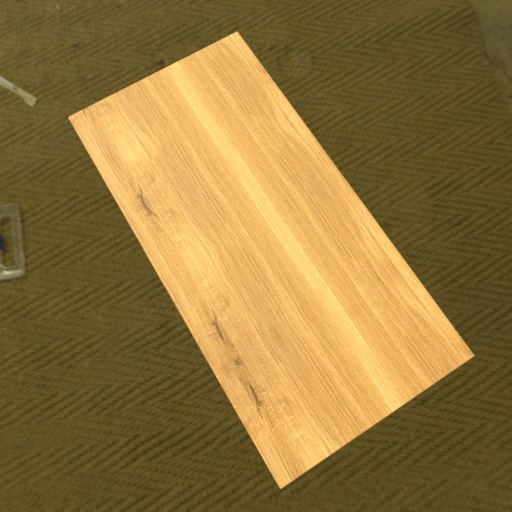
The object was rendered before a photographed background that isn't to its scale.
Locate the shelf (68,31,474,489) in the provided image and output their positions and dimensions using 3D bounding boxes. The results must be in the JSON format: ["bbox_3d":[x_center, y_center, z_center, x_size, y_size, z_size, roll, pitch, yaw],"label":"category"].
[{"bbox_3d":[0.000,0.000,1.023,0.400,0.400,0.800,-31,77,-8],"label":"shelf"}]
